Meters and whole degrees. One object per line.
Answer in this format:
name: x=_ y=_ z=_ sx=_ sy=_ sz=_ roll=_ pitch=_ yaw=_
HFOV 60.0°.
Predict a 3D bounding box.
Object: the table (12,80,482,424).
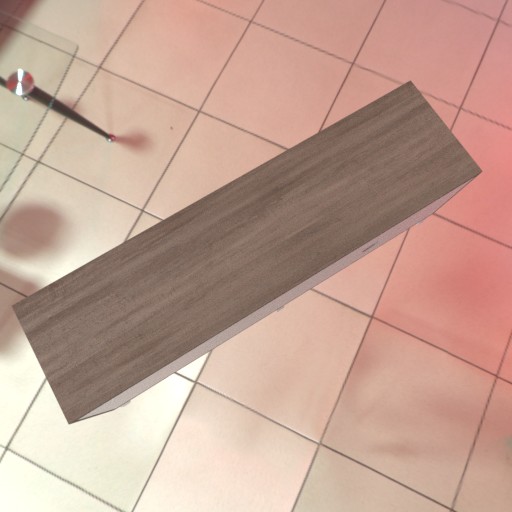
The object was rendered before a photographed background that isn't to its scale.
table: x=0.000 y=0.000 z=1.658 sx=1.500 sy=0.530 sz=0.400 roll=-31 pitch=78 yaw=-7
